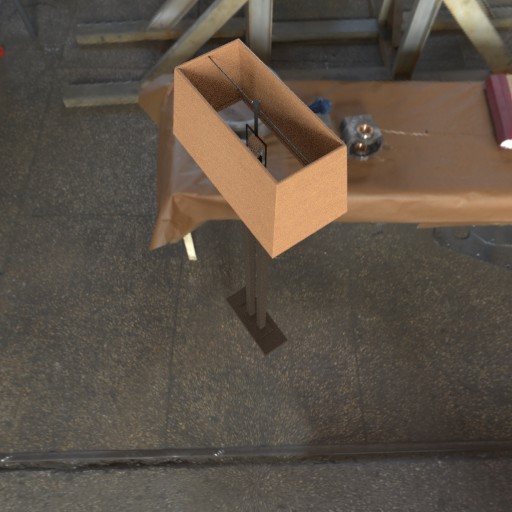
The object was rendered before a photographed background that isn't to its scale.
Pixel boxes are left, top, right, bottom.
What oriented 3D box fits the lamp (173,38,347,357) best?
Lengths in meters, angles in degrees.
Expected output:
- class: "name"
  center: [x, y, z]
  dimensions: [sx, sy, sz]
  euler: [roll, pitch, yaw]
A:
- class: "lamp"
  center: [0.000, 0.000, 1.620]
  dimensions: [0.233, 1.469, 0.475]
  euler: [-32, 67, -15]
